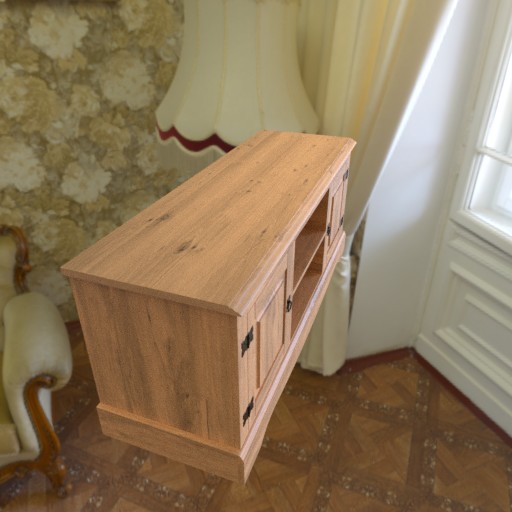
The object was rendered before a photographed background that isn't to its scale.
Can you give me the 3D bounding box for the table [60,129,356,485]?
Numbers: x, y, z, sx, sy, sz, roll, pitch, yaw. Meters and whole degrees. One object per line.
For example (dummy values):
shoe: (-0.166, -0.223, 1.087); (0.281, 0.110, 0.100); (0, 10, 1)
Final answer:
table: (0.000, 0.000, 1.456); (0.400, 0.510, 1.200); (11, 32, 18)
